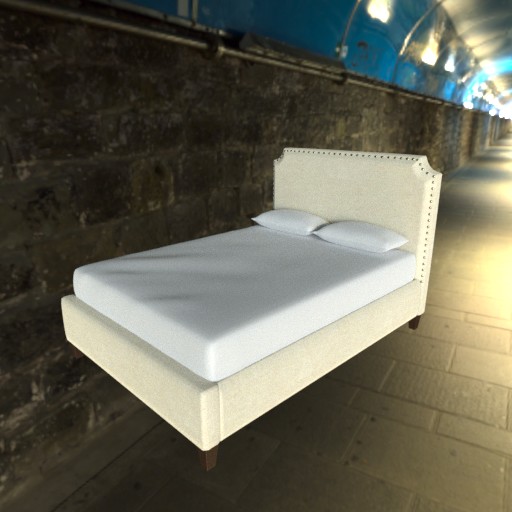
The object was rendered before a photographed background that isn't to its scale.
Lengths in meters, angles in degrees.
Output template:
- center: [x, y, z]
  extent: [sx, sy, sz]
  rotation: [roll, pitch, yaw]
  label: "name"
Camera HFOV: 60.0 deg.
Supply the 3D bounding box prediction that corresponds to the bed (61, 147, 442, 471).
- center: [0.000, 0.000, 3.394]
  extent: [2.381, 1.457, 1.713]
  rotation: [-16, 24, -42]
  label: "bed"
